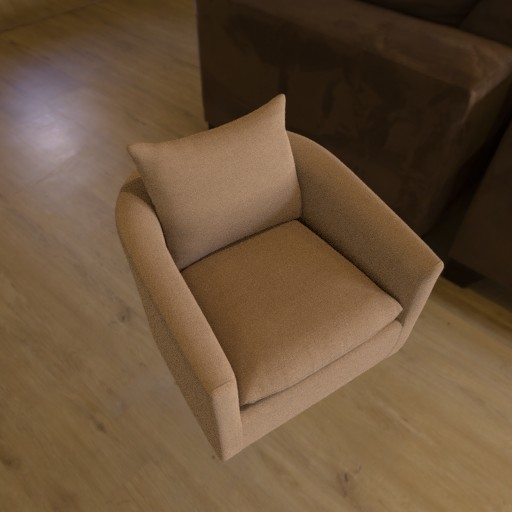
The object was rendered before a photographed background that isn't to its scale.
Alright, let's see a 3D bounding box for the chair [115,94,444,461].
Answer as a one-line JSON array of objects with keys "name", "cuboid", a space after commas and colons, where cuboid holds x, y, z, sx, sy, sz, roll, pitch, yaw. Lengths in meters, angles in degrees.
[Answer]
[{"name": "chair", "cuboid": [0.000, 0.000, 1.589, 0.845, 0.848, 0.910, -25, 52, -21]}]
